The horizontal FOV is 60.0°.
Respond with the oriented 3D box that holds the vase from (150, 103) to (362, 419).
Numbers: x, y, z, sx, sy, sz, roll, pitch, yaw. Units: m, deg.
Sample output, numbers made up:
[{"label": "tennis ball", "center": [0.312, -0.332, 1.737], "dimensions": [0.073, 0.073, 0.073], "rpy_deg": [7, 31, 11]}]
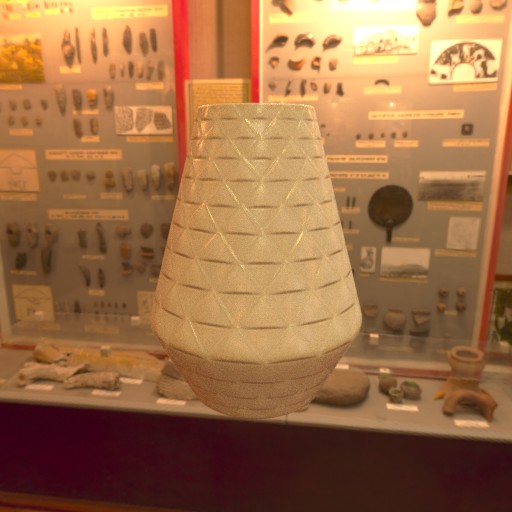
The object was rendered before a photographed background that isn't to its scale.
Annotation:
[{"label": "vase", "center": [0.000, 0.000, 0.363], "dimensions": [0.175, 0.230, 0.175], "rpy_deg": [0, 14, 0]}]
